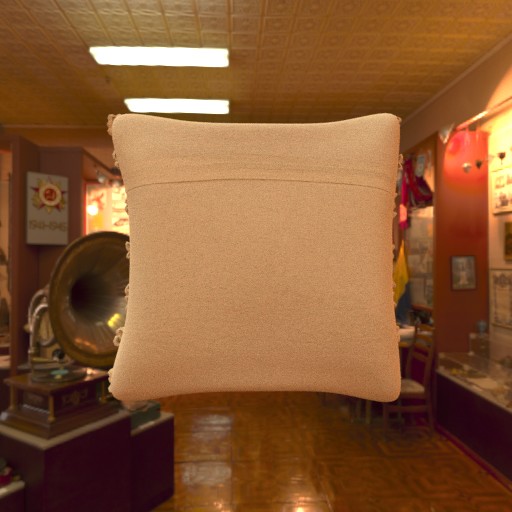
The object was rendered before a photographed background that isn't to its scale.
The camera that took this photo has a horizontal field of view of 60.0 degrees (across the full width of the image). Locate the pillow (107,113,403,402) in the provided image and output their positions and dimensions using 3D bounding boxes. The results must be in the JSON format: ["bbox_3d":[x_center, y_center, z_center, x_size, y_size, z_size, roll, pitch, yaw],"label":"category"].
[{"bbox_3d":[0.000,0.000,0.659,0.437,0.427,0.145,0,-1,-1],"label":"pillow"}]
